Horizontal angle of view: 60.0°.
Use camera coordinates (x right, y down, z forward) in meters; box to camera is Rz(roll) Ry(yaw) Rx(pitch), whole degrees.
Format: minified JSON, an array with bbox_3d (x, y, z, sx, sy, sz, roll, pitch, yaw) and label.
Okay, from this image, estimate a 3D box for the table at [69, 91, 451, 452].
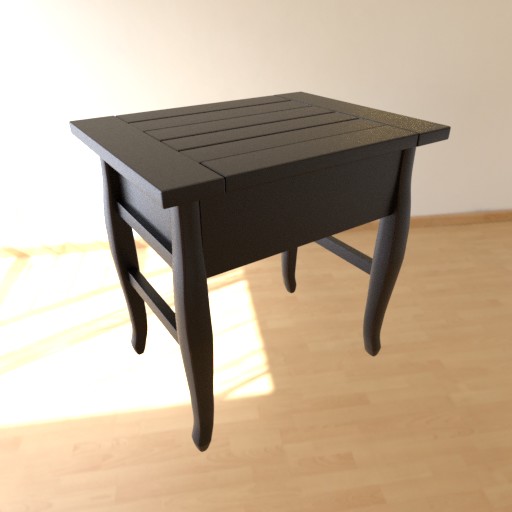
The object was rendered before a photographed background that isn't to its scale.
[{"bbox_3d":[0.000,0.000,1.025,0.602,0.604,0.460,-19,35,-29],"label":"table"}]
